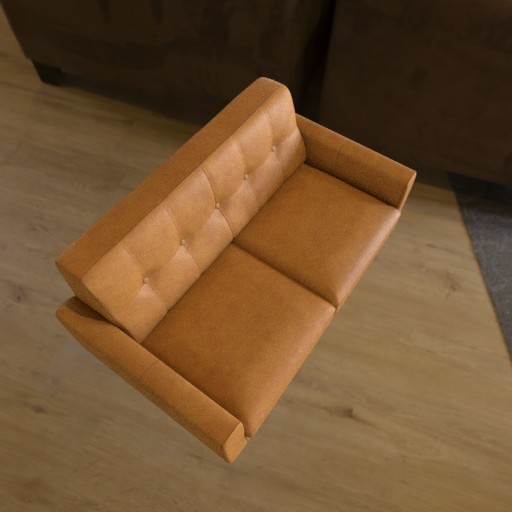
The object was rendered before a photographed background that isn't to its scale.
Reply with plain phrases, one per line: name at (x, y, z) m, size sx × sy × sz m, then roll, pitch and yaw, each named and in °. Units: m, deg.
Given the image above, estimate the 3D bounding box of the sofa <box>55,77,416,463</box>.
sofa at (0.000, 0.000, 2.224) m, size 0.952 × 0.925 × 1.651 m, roll 31°, pitch 63°, yaw 18°
